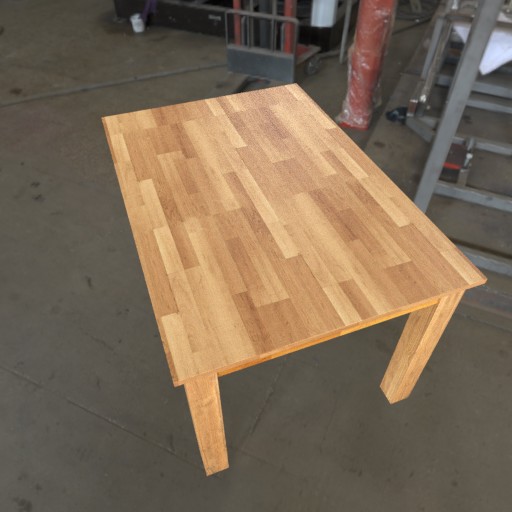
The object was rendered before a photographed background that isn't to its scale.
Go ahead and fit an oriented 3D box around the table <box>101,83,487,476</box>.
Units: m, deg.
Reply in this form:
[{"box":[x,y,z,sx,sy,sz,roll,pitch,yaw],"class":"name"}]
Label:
[{"box":[0.000,0.000,1.827,0.900,0.750,1.300,-15,48,-14],"class":"table"}]
